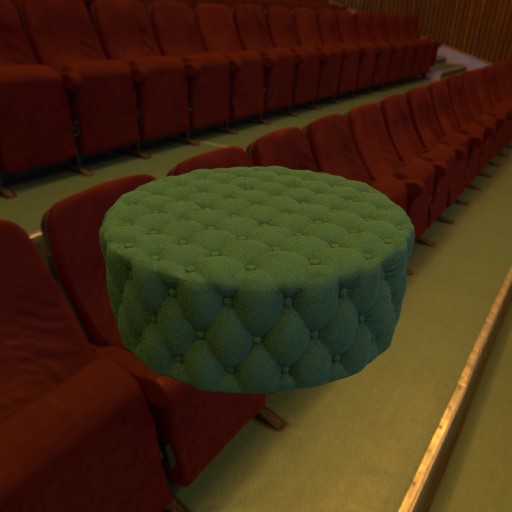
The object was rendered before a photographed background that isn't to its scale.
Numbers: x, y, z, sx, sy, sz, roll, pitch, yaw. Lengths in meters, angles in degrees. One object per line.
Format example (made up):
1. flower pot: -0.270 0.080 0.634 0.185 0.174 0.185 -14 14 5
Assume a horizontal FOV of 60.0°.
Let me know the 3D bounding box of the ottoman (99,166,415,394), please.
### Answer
1. ottoman: 0.000 0.000 1.520 0.998 0.399 0.998 0 27 0
